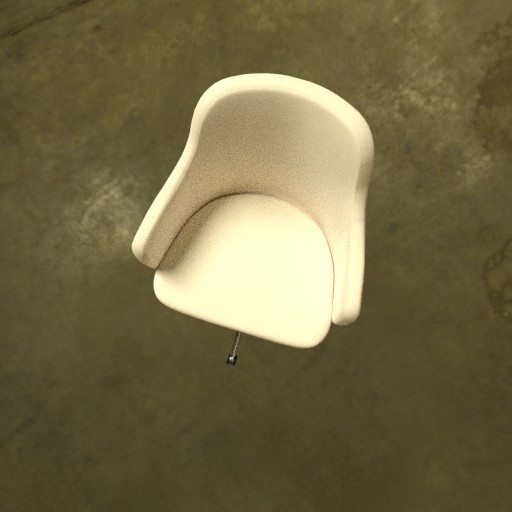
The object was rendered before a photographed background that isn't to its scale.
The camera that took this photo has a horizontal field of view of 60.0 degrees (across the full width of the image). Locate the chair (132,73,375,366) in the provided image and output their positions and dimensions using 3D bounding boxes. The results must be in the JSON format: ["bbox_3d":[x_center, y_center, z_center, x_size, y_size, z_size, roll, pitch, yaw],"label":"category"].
[{"bbox_3d":[0.000,0.000,1.301,0.602,0.819,0.647,17,77,4],"label":"chair"}]
